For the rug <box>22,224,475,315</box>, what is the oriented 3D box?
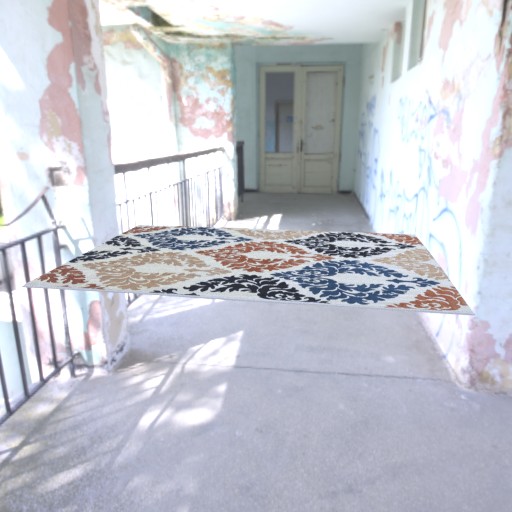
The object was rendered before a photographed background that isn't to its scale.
[{"bbox_3d":[0.000,0.000,2.893,2.275,0.014,1.514,3,17,9],"label":"rug"}]
